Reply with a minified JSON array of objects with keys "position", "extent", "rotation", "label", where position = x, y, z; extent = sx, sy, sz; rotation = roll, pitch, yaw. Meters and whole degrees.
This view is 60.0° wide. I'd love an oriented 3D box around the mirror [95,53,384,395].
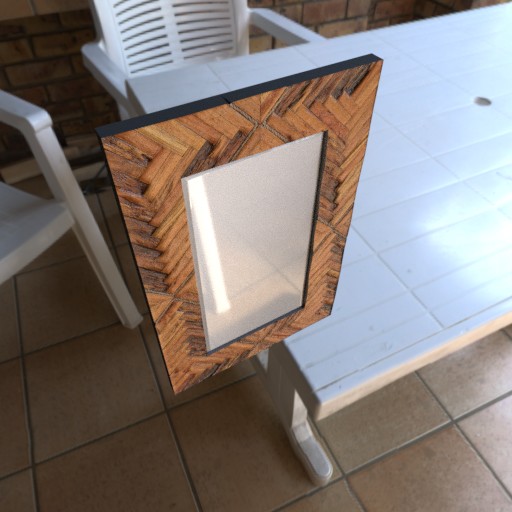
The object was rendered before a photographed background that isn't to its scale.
[{"position":[0.000,0.000,1.171],"extent":[0.606,0.912,0.044],"rotation":[-23,51,-20],"label":"mirror"}]
